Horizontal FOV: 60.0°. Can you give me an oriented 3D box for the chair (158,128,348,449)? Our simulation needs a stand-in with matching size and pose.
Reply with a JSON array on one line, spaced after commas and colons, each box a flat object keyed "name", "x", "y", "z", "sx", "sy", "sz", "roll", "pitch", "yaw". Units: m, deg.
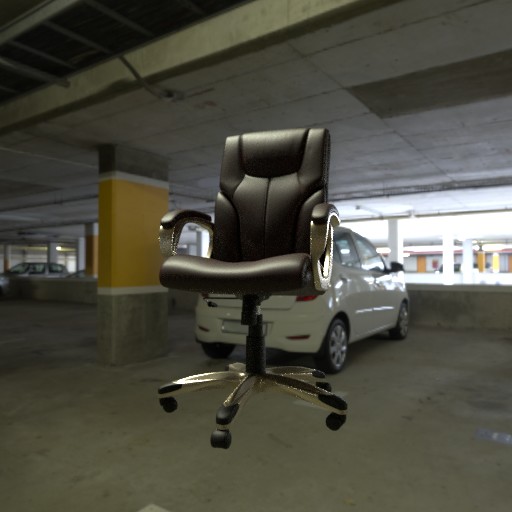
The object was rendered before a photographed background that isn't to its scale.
[{"name": "chair", "x": 0.000, "y": 0.000, "z": 1.600, "sx": 0.662, "sy": 1.107, "sz": 0.739, "roll": 0, "pitch": -2, "yaw": 17}]
